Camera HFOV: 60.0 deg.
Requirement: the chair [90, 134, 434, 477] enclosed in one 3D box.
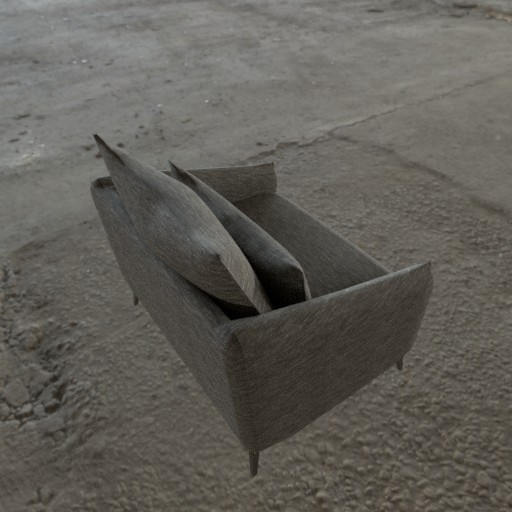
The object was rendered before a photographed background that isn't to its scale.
[{"bbox_3d":[0.000,0.000,1.589,0.805,0.842,1.004,-24,45,-27],"label":"chair"}]
